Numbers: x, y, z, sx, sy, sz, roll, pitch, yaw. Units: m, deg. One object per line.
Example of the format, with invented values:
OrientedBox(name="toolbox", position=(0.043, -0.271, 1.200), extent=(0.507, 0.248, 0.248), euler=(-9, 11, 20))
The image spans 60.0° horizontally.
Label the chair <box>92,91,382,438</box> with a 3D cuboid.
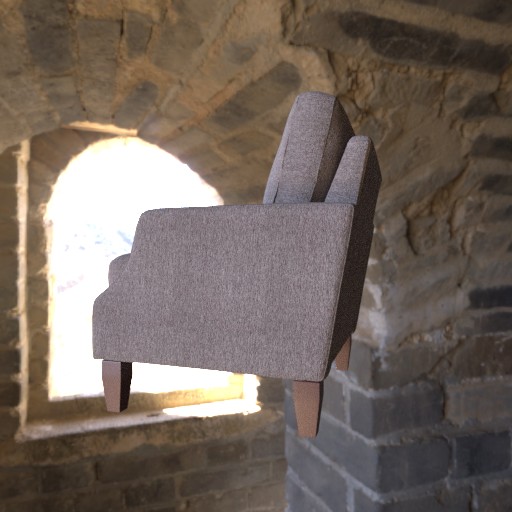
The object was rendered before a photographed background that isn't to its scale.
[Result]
OrientedBox(name="chair", position=(0.000, 0.000, 1.676), extent=(0.897, 0.993, 0.855), euler=(0, 0, 18))
